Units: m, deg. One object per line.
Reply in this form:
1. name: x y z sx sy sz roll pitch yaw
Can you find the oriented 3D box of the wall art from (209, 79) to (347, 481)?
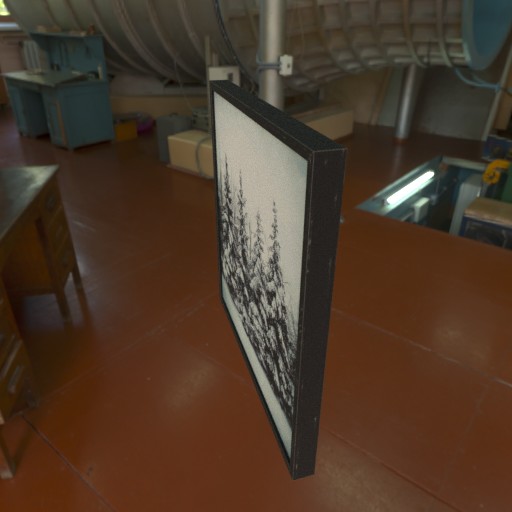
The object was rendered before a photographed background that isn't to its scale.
1. wall art: 0.000 0.000 0.765 0.036 0.506 0.506 -8 30 -15
